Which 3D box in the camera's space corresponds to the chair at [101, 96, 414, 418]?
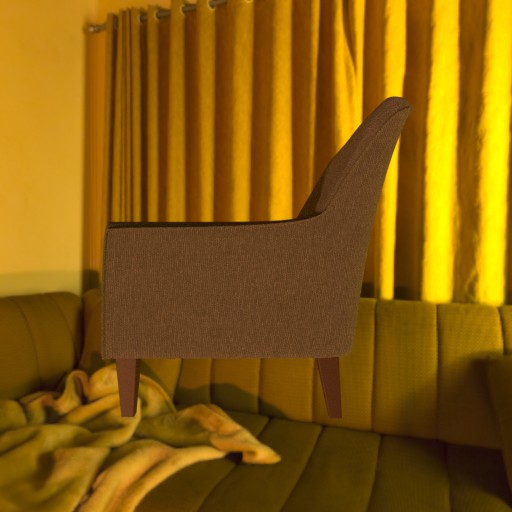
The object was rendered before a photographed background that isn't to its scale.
[{"bbox_3d":[0.000,0.000,1.629,0.899,0.919,0.780,0,1,0],"label":"chair"}]
